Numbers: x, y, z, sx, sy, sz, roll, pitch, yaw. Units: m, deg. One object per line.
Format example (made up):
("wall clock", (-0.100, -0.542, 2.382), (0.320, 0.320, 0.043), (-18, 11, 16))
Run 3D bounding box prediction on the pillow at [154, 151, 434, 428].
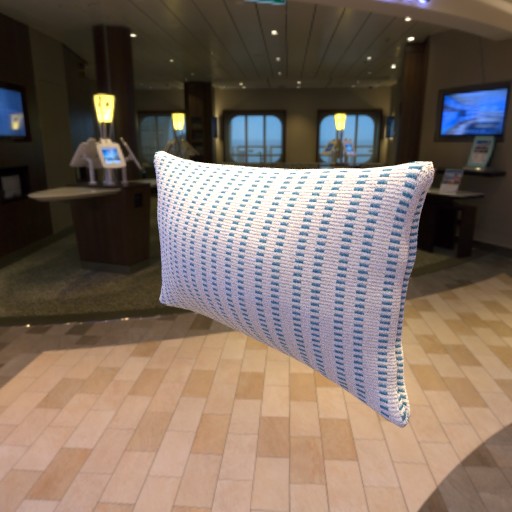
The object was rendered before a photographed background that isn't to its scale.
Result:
("pillow", (0.000, 0.000, 0.790), (0.210, 0.353, 0.640), (-13, 20, -40))
